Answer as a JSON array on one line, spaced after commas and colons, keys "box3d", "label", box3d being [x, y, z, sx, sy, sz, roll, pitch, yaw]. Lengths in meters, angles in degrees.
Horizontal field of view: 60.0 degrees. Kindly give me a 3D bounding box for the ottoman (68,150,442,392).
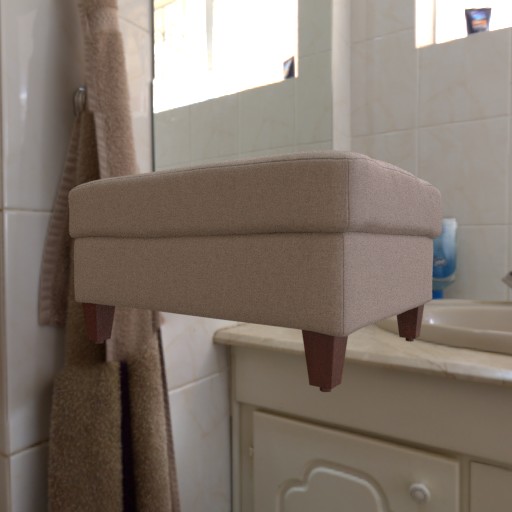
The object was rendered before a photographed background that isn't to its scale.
[{"box3d": [0.000, 0.000, 1.311, 0.902, 0.511, 0.692, 1, 2, 35], "label": "ottoman"}]
